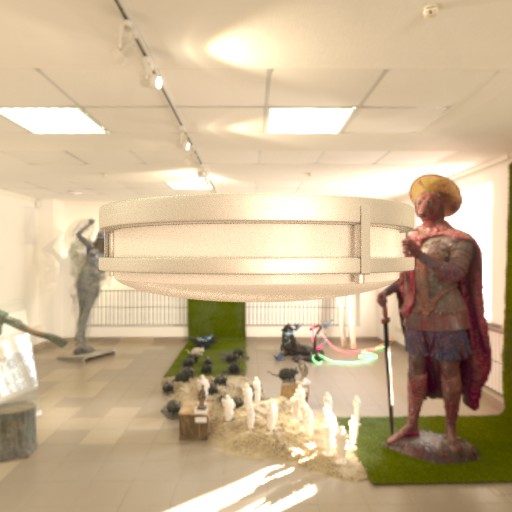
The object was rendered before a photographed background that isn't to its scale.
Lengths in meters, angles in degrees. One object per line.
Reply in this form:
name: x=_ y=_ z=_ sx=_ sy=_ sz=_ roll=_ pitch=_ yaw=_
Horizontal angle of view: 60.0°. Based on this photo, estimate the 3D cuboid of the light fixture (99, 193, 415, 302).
light fixture: x=0.000 y=0.000 z=0.528 sx=0.356 sy=0.102 sz=0.356 roll=0 pitch=0 yaw=0
